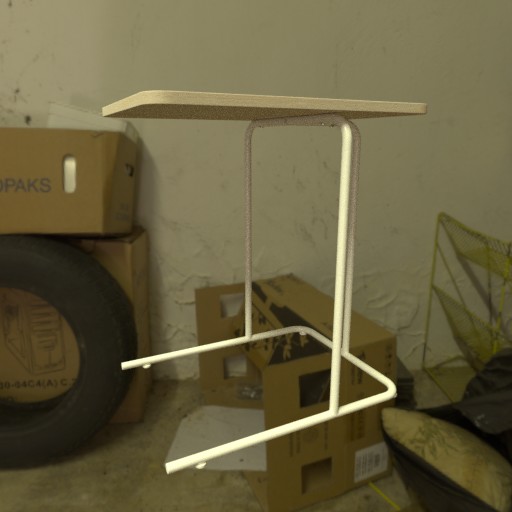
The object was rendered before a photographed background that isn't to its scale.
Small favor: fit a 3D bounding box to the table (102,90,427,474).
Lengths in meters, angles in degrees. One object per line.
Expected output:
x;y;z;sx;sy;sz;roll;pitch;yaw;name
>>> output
0.000;0.000;0.859;0.480;0.550;0.370;-7;16;-26;table
